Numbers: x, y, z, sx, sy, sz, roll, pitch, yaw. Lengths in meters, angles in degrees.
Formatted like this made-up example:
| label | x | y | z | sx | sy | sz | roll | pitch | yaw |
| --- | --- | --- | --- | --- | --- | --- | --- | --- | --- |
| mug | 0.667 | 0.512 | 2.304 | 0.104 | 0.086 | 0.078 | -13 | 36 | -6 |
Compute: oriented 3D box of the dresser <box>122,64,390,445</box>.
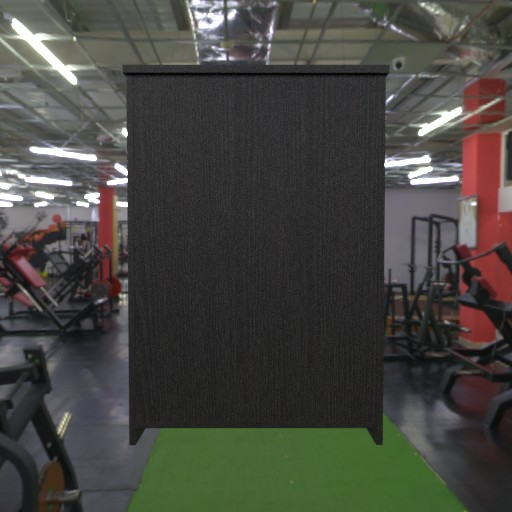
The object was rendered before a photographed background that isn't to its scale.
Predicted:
| label | x | y | z | sx | sy | sz | roll | pitch | yaw |
| --- | --- | --- | --- | --- | --- | --- | --- | --- | --- |
| dresser | 0.000 | 0.000 | 1.381 | 0.704 | 1.020 | 0.399 | 0 | 2 | 0 |
